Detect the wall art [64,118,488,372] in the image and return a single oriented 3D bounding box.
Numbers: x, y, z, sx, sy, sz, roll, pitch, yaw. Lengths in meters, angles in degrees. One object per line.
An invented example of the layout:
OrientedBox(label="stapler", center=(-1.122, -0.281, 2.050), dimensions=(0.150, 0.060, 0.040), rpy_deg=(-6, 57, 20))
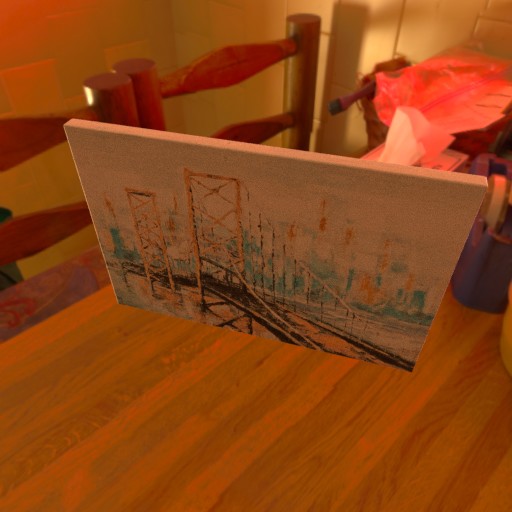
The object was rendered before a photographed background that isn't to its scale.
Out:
OrientedBox(label="wall art", center=(0.000, 0.000, 1.136), dimensions=(0.913, 0.609, 0.038), rpy_deg=(11, 43, 12))
